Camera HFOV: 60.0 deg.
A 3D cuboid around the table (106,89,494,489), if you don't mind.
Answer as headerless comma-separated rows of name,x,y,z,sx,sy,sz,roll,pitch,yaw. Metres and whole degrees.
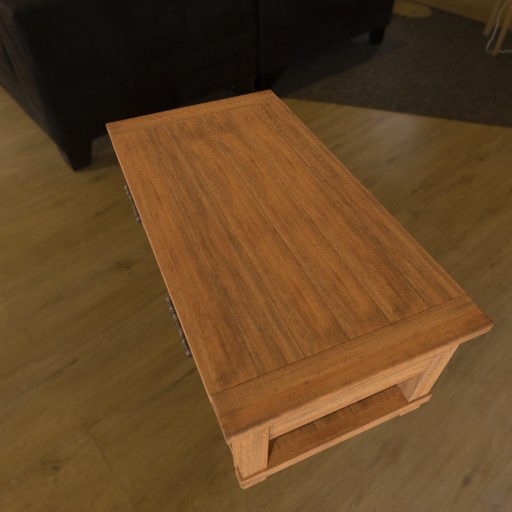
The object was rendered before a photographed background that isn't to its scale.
table,0.000,0.000,1.531,0.693,0.494,1.270,-18,49,-16
